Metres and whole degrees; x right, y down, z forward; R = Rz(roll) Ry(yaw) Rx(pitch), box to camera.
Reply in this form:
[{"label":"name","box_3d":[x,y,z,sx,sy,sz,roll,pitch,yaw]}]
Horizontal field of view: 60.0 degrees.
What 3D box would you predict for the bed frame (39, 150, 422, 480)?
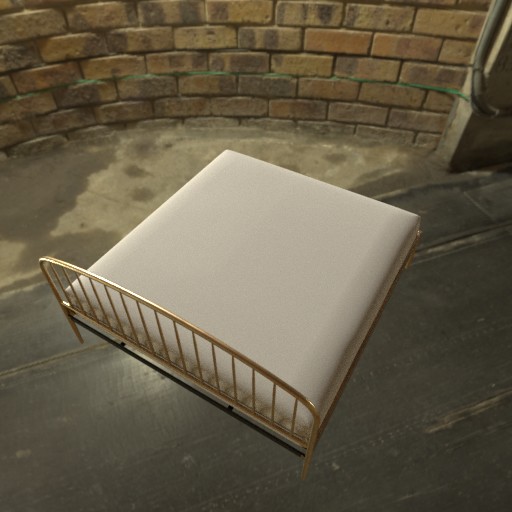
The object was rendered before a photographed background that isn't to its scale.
[{"label":"bed frame","box_3d":[0.000,0.000,3.402,2.016,1.174,2.152,24,51,21]}]
